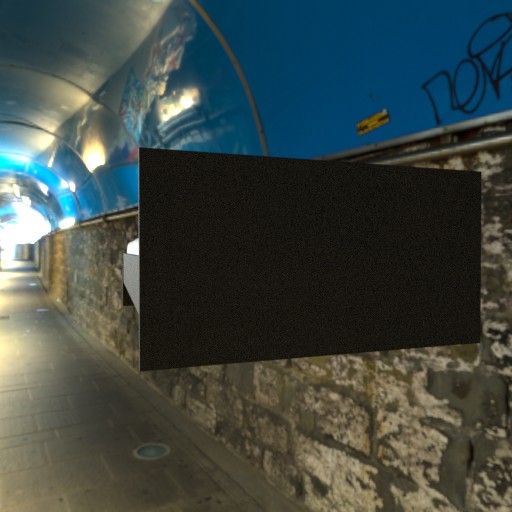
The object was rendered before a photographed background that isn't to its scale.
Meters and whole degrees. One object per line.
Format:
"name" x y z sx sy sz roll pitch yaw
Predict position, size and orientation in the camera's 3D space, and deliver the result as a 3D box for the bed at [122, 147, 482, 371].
"bed" 0.000 0.000 2.848 1.585 0.823 2.073 0 1 -18
